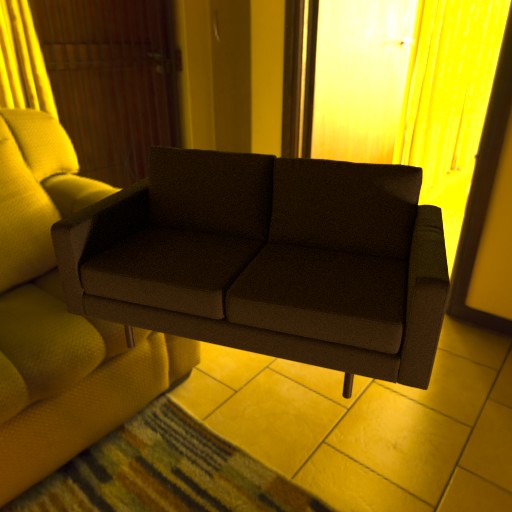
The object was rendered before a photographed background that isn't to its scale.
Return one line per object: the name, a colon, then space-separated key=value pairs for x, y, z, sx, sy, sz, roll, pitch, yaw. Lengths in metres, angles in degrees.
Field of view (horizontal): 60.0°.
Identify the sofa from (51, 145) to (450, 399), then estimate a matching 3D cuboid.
sofa: x=0.000 y=0.000 z=2.249 sx=1.730 sy=0.897 sz=0.889 roll=8 pitch=27 yaw=17
